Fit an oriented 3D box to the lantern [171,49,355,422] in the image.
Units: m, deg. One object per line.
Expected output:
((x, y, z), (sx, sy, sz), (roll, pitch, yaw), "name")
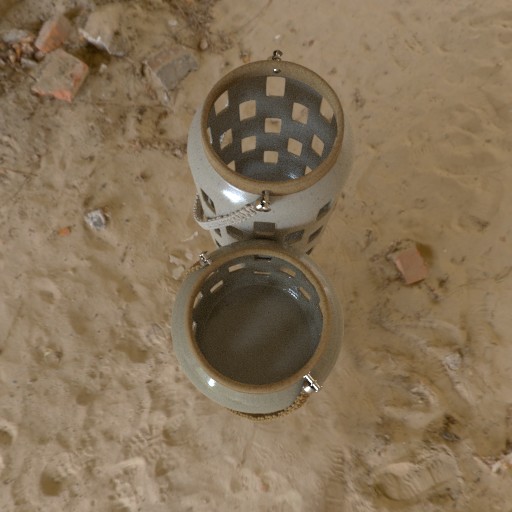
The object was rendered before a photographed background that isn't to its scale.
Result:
((0.000, 0.000, 0.491), (0.184, 0.255, 0.347), (4, 74, 1), "lantern")
